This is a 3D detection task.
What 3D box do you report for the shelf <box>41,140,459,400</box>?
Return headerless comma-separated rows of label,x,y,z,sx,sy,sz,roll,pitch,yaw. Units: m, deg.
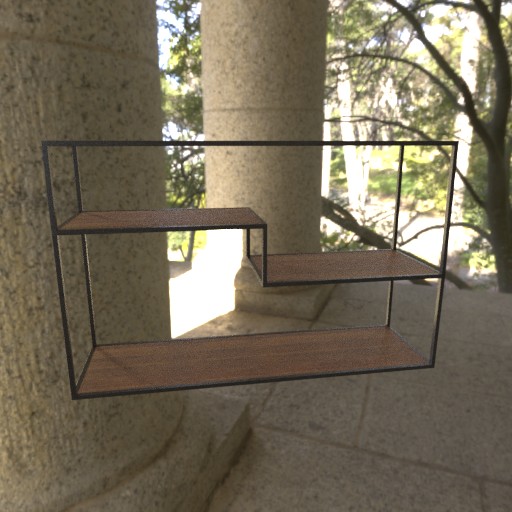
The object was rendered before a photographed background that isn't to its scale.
shelf,0.000,0.000,1.521,1.201,0.765,0.361,-2,15,-9
